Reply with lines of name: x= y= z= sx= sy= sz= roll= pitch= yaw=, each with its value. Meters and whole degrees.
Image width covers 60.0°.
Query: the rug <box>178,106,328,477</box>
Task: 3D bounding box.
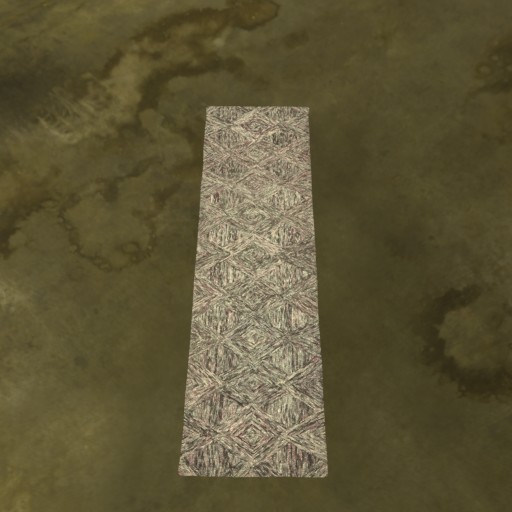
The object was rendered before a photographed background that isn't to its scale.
rug: x=0.000 y=0.000 z=2.581 sx=0.719 sy=0.013 sz=2.305 roll=0 pitch=64 yaw=0
